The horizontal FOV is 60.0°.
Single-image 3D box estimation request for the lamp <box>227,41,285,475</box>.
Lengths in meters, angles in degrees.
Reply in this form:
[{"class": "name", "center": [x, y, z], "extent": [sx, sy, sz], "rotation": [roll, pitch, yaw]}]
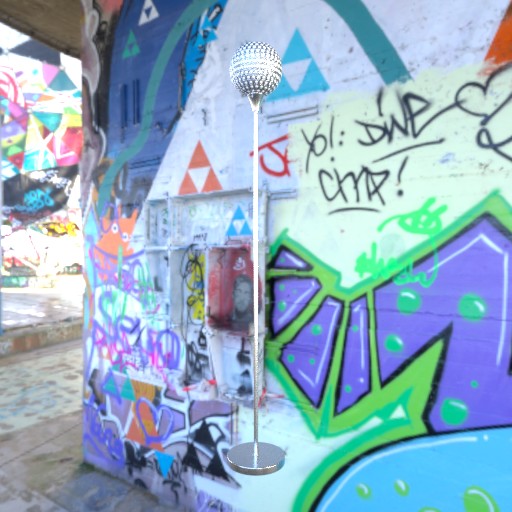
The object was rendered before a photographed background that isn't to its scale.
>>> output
[{"class": "lamp", "center": [0.000, 0.000, 1.938], "extent": [0.254, 1.805, 0.254], "rotation": [0, 1, 0]}]
